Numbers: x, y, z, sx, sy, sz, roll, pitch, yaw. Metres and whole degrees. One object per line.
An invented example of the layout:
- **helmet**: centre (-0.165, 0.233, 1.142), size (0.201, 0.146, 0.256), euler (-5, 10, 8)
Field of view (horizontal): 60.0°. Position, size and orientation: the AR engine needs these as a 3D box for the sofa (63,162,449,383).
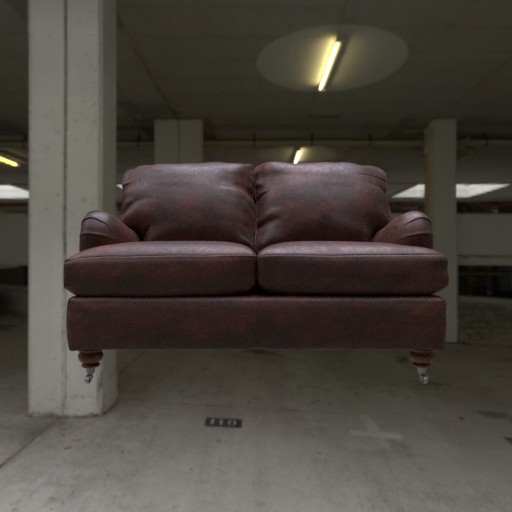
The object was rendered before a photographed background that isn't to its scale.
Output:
- **sofa**: centre (0.000, 0.000, 2.364), size (1.628, 1.070, 1.148), euler (0, 0, 0)
